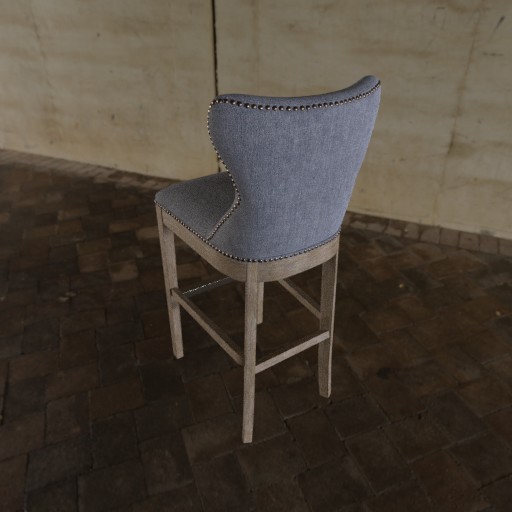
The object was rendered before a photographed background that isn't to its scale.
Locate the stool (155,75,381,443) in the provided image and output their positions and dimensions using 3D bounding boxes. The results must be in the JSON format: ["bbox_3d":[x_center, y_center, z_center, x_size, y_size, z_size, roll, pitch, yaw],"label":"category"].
[{"bbox_3d":[0.000,0.000,1.446,0.494,1.123,0.606,-19,36,-28],"label":"stool"}]
